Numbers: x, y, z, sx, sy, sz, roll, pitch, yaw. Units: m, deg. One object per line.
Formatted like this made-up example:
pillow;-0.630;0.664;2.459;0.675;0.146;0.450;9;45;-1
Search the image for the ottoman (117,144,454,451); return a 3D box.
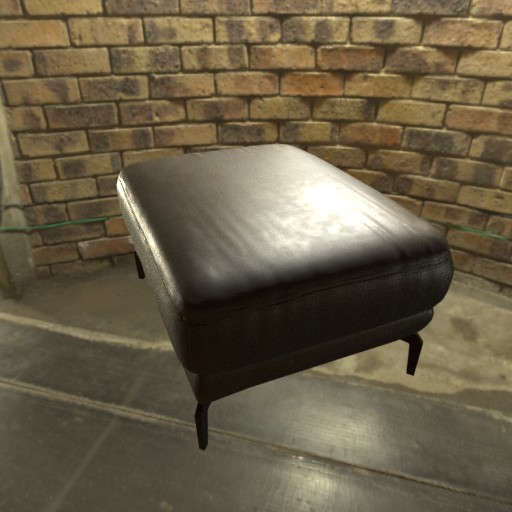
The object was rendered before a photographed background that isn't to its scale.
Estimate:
ottoman;0.000;0.000;1.118;0.570;0.402;0.764;-12;32;-20
